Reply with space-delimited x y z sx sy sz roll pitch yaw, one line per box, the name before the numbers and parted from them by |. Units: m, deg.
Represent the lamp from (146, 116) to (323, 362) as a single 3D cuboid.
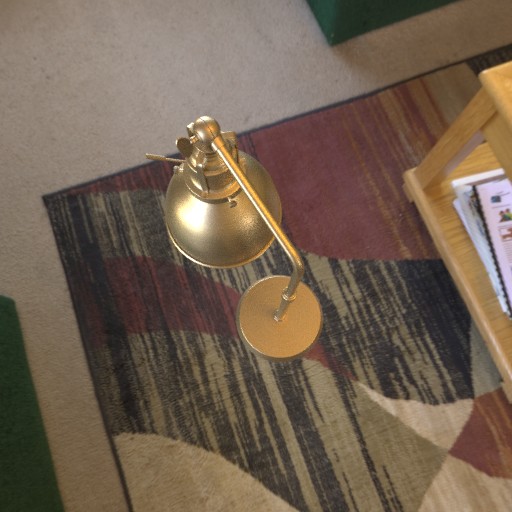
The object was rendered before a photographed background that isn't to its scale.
lamp | 0.000 0.000 0.571 0.153 0.456 0.286 -37 78 -9
